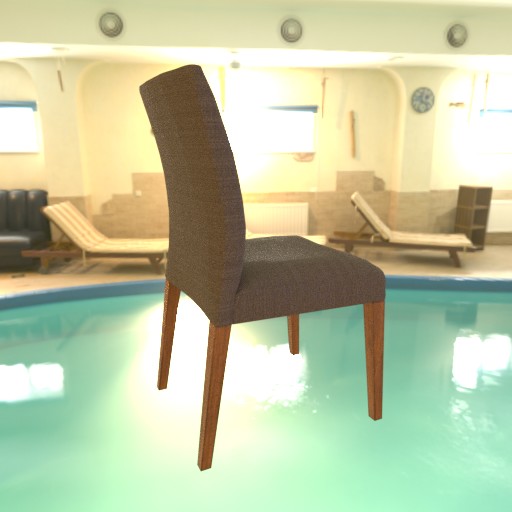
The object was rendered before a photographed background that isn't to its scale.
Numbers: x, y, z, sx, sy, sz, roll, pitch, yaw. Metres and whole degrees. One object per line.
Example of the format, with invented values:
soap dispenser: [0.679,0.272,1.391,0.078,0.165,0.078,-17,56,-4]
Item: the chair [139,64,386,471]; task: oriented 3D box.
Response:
chair: [0.000,0.000,1.287,0.585,0.940,0.496,-7,15,-25]
